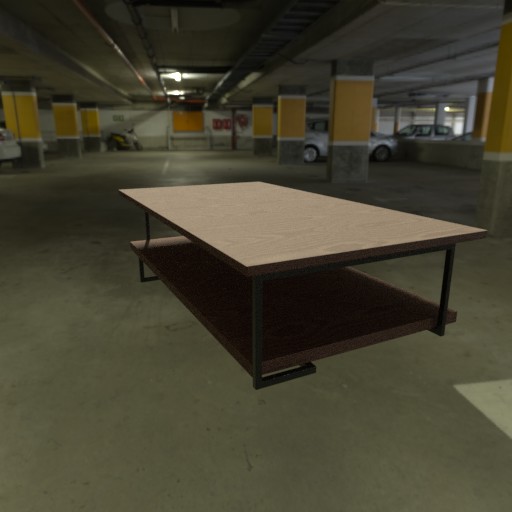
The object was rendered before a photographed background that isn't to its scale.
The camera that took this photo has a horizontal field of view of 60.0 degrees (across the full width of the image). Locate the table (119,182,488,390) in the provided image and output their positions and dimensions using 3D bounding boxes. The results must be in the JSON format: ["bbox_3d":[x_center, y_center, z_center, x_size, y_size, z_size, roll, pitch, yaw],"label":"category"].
[{"bbox_3d":[0.000,0.000,1.491,0.651,0.347,1.197,-8,18,-26],"label":"table"}]
